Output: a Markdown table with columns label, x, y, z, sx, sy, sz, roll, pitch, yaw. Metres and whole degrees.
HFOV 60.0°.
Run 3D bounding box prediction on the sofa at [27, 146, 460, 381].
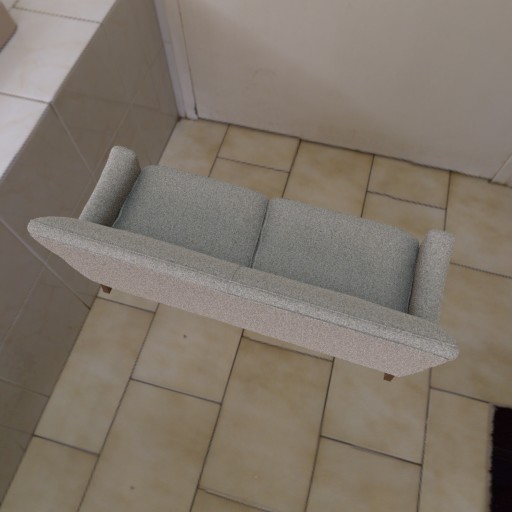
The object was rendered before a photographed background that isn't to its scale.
| label | x | y | z | sx | sy | sz | roll | pitch | yaw |
| --- | --- | --- | --- | --- | --- | --- | --- | --- | --- |
| sofa | 0.000 | 0.000 | 2.502 | 2.026 | 0.942 | 0.854 | 16 | 65 | 8 |
